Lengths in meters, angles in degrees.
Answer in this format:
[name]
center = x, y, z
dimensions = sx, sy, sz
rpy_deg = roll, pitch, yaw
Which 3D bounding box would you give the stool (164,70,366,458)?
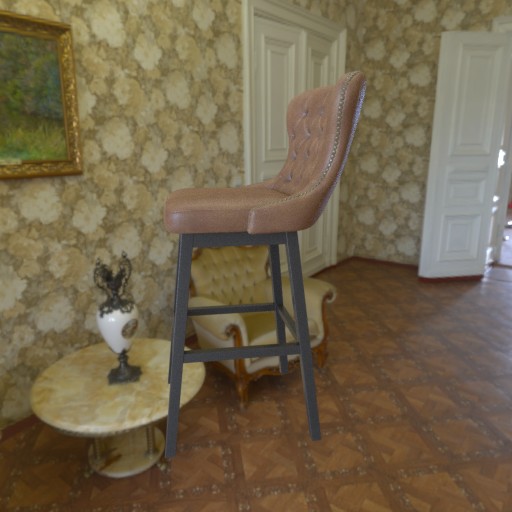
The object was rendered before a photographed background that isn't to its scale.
[stool]
center = 0.000, 0.000, 1.394
dimensions = 0.601, 1.050, 0.528
rpy_deg = -2, 14, -10
